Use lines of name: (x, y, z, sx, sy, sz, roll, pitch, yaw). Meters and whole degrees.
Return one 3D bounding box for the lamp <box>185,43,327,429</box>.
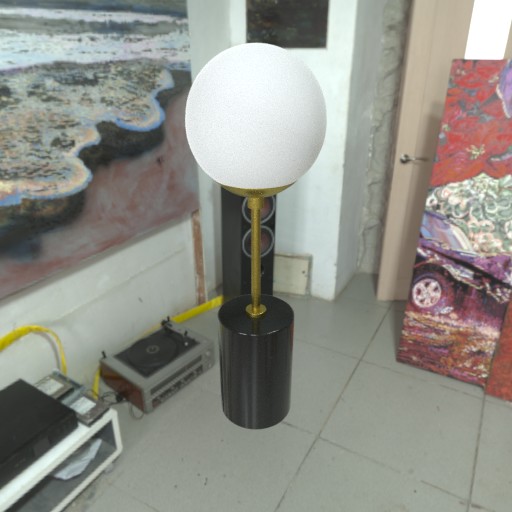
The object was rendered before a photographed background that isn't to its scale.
lamp: (0.000, 0.000, 0.554, 0.153, 0.480, 0.153, 0, 25, 0)
